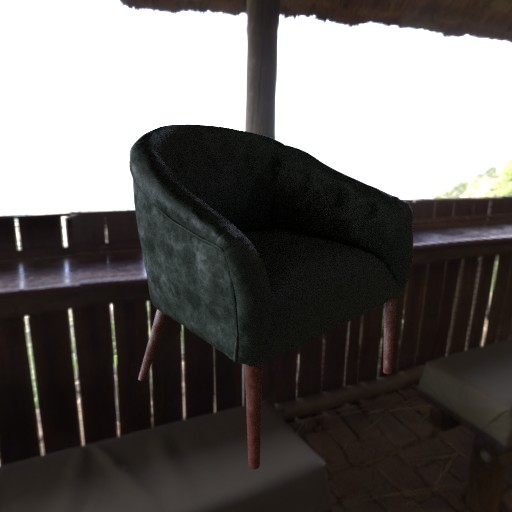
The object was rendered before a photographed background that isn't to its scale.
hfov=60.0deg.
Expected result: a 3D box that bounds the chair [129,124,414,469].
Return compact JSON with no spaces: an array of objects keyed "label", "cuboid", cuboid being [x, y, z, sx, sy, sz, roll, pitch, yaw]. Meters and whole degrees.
[{"label":"chair","cuboid":[0.000,0.000,1.519,0.851,0.885,0.776,-14,20,-43]}]
